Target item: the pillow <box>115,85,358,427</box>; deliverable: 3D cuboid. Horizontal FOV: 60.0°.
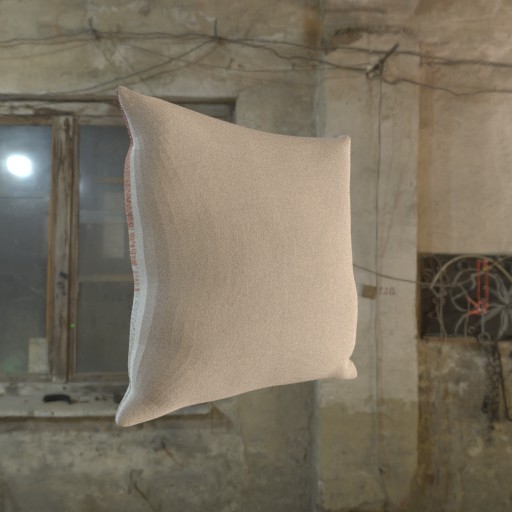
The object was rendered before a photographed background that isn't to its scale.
[{"bbox_3d":[0.000,0.000,0.685,0.440,0.441,0.182,0,-1,-36],"label":"pillow"}]
